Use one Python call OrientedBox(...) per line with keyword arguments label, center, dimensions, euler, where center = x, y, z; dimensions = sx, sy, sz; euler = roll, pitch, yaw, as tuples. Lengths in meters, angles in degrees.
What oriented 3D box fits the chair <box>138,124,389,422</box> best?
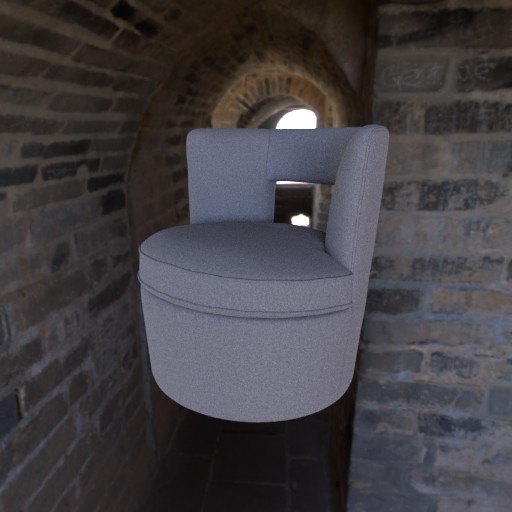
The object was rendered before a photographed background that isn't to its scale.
OrientedBox(label="chair", center=(0.000, 0.000, 1.279), dimensions=(0.660, 0.719, 0.689), euler=(-14, 20, -42))
